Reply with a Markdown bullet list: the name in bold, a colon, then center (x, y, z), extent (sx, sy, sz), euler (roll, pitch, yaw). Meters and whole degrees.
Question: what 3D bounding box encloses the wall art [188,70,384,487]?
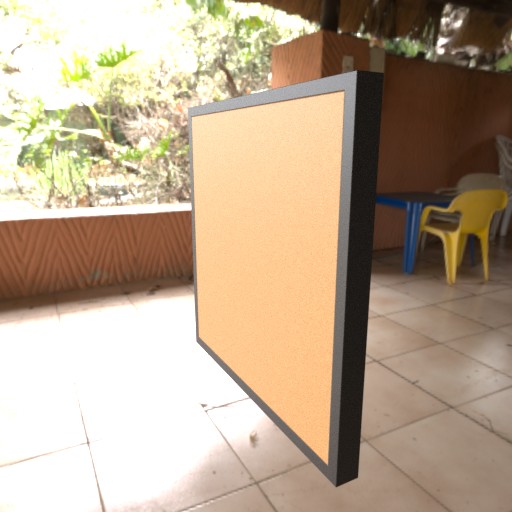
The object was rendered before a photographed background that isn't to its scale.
- **wall art**: center (0.000, 0.000, 0.740), extent (0.037, 0.506, 0.506), euler (-7, 15, -27)
